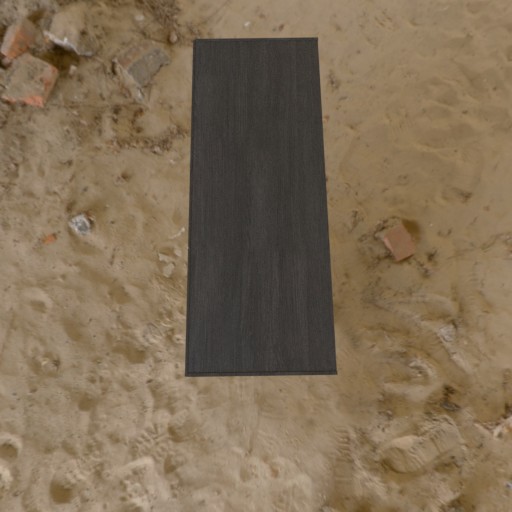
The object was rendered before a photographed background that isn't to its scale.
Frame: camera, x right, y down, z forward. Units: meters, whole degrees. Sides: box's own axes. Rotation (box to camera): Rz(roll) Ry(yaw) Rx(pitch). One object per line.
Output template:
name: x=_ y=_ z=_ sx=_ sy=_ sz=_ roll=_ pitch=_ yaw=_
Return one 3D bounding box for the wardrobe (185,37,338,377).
wardrobe: x=0.000 y=0.000 z=2.518 sx=0.510 sy=1.910 sz=1.290 roll=-1 pitch=76 yaw=0
